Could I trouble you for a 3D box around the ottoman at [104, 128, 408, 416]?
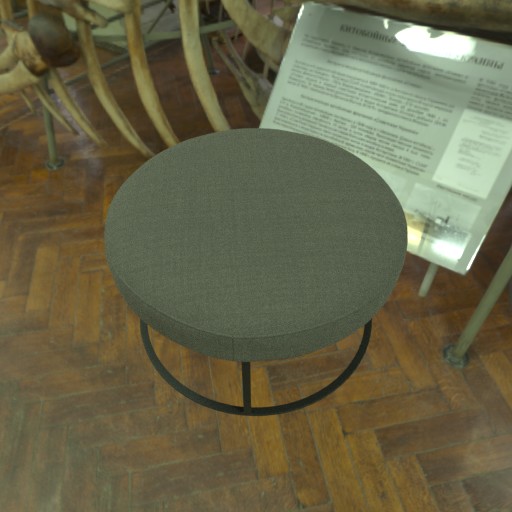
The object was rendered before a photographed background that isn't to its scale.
[{"bbox_3d":[0.000,0.000,1.256,0.772,0.460,0.772,0,46,0],"label":"ottoman"}]
